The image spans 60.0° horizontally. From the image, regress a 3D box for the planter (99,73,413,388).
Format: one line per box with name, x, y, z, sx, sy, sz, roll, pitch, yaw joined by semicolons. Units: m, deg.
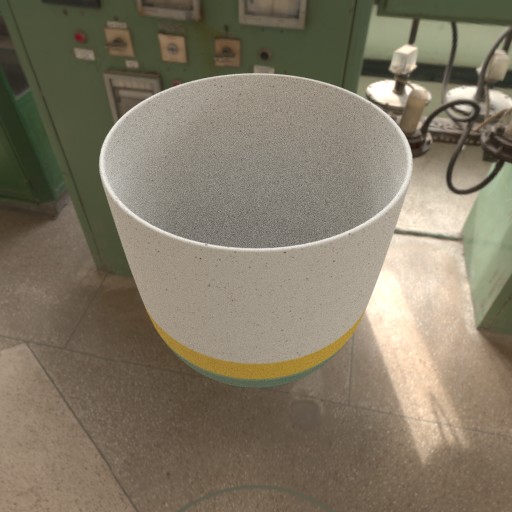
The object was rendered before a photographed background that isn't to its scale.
planter;0.000;0.000;0.360;0.195;0.214;0.195;0;47;0
